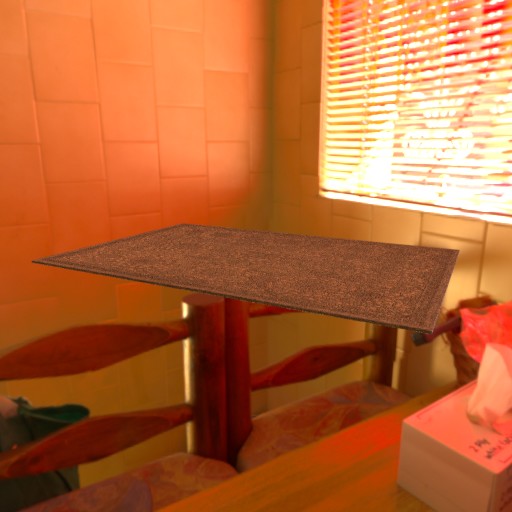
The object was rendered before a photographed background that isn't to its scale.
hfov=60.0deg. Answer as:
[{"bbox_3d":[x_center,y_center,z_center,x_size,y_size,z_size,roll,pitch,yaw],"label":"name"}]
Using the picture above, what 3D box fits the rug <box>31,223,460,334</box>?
[{"bbox_3d":[0.000,0.000,2.254,1.819,0.012,1.208,7,16,27],"label":"rug"}]
